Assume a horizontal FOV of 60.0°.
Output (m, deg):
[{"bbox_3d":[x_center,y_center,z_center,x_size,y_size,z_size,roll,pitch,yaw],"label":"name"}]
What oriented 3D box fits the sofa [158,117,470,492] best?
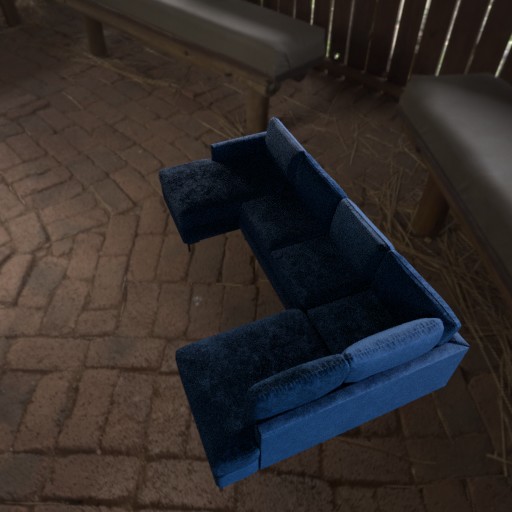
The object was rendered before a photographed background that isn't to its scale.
[{"bbox_3d":[0.000,0.000,4.269,2.055,0.992,3.434,-17,49,-16],"label":"sofa"}]
